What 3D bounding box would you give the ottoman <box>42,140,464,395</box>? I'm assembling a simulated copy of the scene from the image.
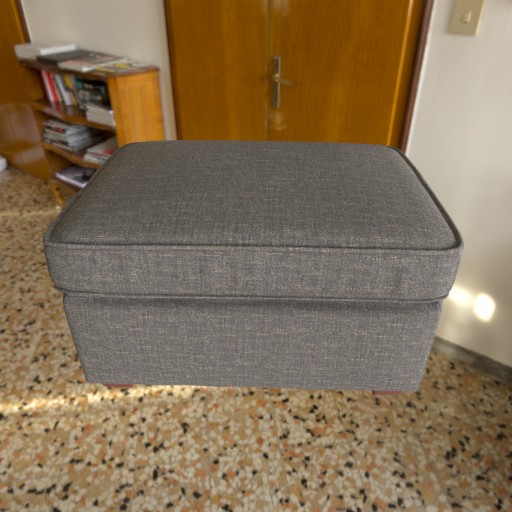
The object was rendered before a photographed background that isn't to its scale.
[{"bbox_3d":[0.000,0.000,1.055,0.749,0.450,0.549,1,33,2],"label":"ottoman"}]
